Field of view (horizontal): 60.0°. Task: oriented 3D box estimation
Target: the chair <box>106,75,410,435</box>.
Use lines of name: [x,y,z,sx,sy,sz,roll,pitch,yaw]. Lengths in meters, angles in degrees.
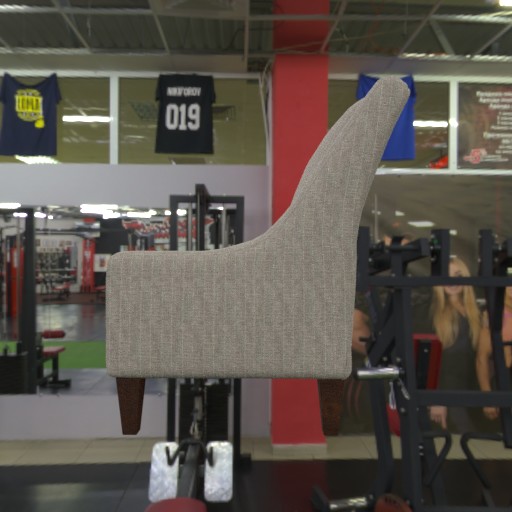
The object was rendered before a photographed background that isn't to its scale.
chair: [0.000,0.000,1.603,0.870,1.014,0.774,0,0,0]
